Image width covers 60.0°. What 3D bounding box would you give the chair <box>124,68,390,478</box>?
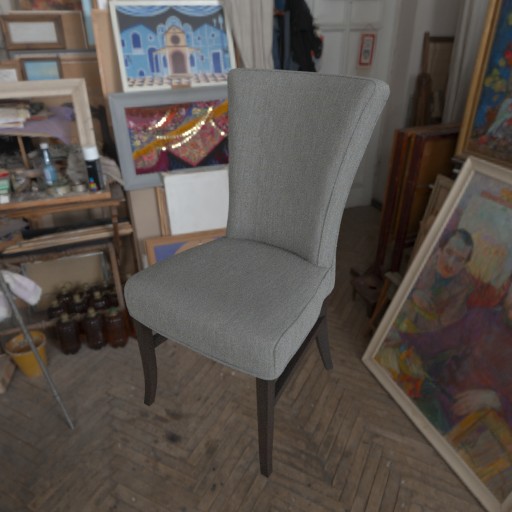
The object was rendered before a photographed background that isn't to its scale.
[{"bbox_3d":[0.000,0.000,1.345,0.520,0.991,0.660,18,34,29],"label":"chair"}]
